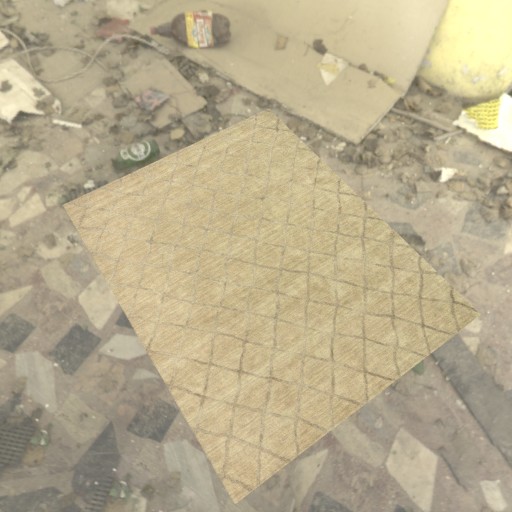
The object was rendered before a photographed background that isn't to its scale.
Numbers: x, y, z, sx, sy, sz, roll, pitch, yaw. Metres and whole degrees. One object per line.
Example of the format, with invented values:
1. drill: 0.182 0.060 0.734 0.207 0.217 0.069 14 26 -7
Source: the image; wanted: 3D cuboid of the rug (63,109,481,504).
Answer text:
1. rug: 0.000 0.000 3.960 2.420 0.019 3.038 -30 63 -17
